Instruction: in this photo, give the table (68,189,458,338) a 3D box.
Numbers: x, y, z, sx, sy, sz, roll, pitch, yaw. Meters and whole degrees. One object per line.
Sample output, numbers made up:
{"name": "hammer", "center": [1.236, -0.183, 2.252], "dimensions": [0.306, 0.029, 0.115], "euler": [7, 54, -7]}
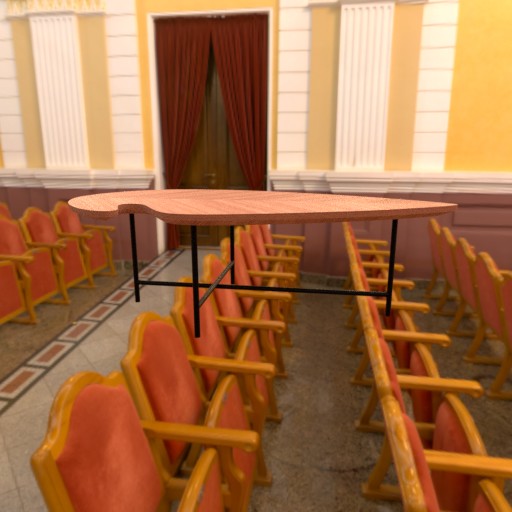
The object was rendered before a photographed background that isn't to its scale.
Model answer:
{"name": "table", "center": [0.000, 0.000, 1.435], "dimensions": [1.199, 0.360, 0.598], "euler": [2, 15, 9]}
